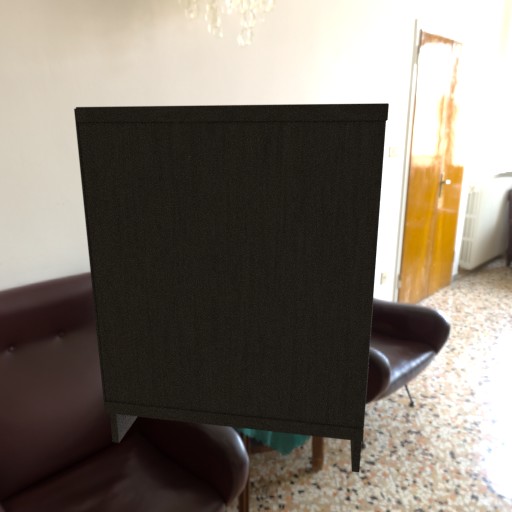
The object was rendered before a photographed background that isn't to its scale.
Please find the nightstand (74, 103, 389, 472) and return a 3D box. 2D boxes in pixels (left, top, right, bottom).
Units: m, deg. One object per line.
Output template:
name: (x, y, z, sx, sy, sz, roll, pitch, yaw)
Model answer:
nightstand: (0.000, 0.000, 0.736, 0.347, 0.448, 0.427, 3, 15, 10)
